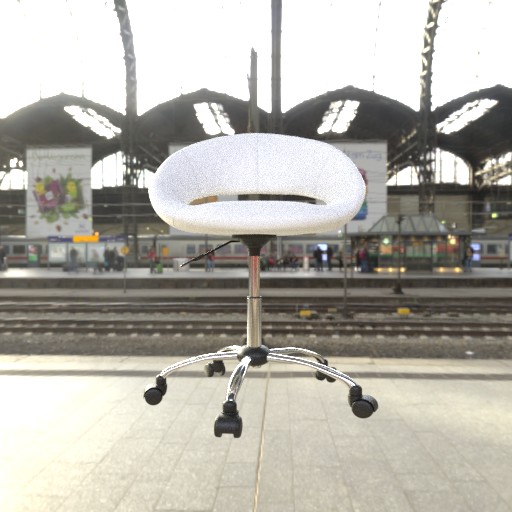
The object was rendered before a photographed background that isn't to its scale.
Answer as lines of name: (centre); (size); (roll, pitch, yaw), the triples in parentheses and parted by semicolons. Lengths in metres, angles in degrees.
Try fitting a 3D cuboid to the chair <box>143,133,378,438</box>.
chair: (0.000, 0.000, 1.212); (0.612, 0.791, 0.538); (0, 0, 1)
